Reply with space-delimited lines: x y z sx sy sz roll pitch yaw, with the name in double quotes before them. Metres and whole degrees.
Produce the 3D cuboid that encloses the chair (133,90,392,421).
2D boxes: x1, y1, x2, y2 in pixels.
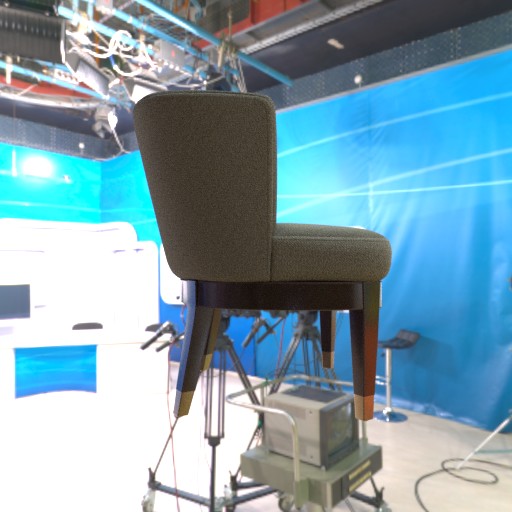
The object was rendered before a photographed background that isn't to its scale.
"chair" 0.000 0.000 1.270 0.660 0.760 0.700 0 -1 0
